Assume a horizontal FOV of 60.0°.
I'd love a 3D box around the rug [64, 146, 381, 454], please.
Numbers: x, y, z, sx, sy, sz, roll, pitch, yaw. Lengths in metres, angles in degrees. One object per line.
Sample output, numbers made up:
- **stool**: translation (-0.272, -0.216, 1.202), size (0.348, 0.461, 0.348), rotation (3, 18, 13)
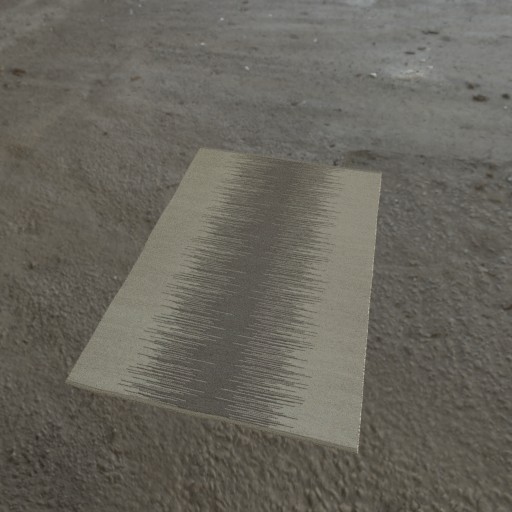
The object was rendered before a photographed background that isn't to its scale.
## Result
- **rug**: translation (0.000, 0.000, 2.360), size (1.226, 0.007, 1.815), rotation (10, 48, 9)
